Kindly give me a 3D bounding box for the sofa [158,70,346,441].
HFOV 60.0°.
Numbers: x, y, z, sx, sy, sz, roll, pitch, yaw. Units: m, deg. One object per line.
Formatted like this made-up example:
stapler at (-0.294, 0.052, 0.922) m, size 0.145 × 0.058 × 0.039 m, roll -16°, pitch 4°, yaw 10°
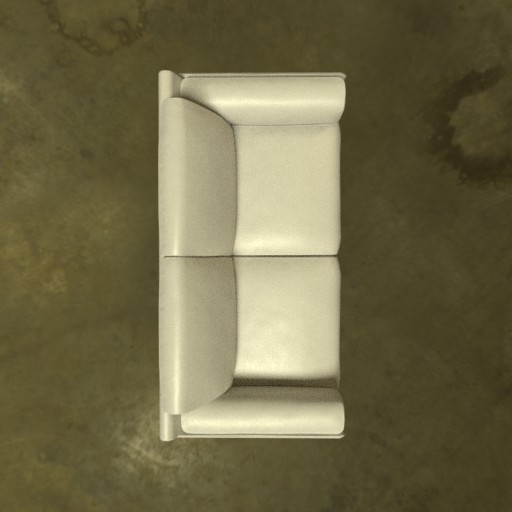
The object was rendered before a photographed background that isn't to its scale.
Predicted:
sofa at (0.000, 0.000, 2.651) m, size 1.049 × 0.930 × 2.101 m, roll 0°, pitch 91°, yaw 1°
